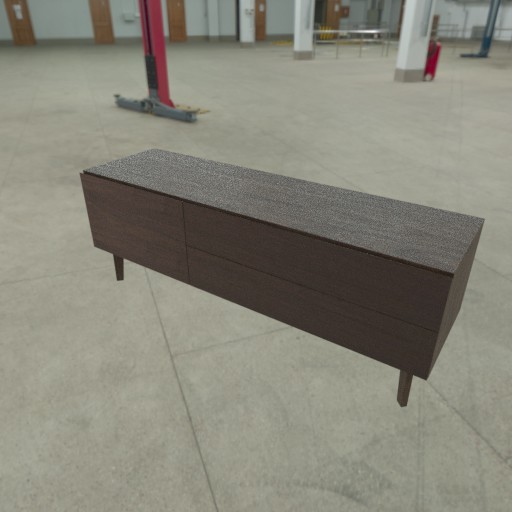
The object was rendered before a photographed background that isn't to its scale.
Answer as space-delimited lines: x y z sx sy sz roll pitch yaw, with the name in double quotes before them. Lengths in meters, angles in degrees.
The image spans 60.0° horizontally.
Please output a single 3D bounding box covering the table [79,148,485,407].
"table" 0.000 0.000 1.658 1.397 0.508 0.405 18 34 29
